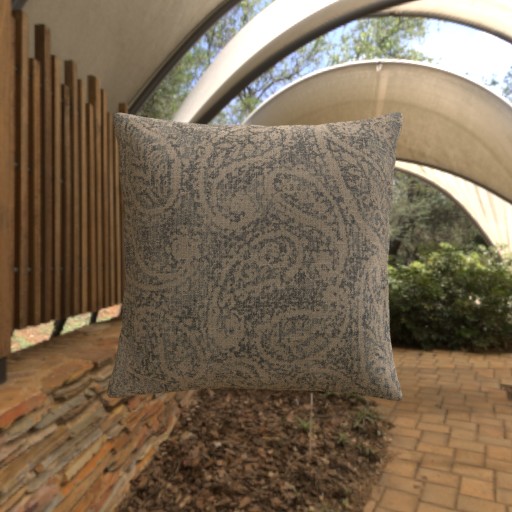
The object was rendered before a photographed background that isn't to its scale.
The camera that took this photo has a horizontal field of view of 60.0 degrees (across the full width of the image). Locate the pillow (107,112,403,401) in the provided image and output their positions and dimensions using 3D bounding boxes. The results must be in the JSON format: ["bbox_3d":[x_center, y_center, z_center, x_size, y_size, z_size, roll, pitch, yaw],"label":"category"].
[{"bbox_3d":[0.000,0.000,0.786,0.523,0.510,0.166,0,0,0],"label":"pillow"}]
